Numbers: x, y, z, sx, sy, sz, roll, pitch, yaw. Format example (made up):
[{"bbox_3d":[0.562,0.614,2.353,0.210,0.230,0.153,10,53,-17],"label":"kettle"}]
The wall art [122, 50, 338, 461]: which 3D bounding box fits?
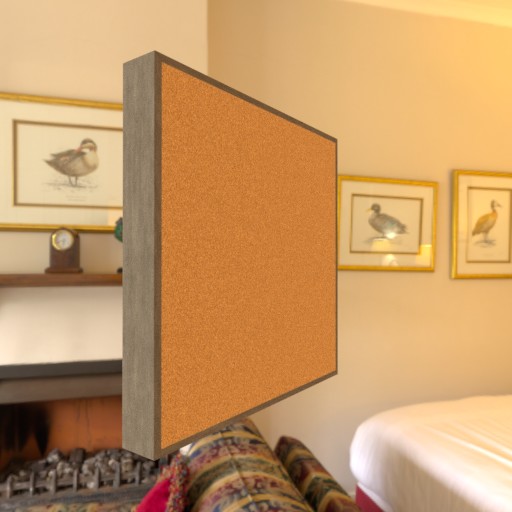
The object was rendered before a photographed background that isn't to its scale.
[{"bbox_3d":[0.000,0.000,0.458,0.038,0.302,0.303,0,0,36],"label":"wall art"}]
